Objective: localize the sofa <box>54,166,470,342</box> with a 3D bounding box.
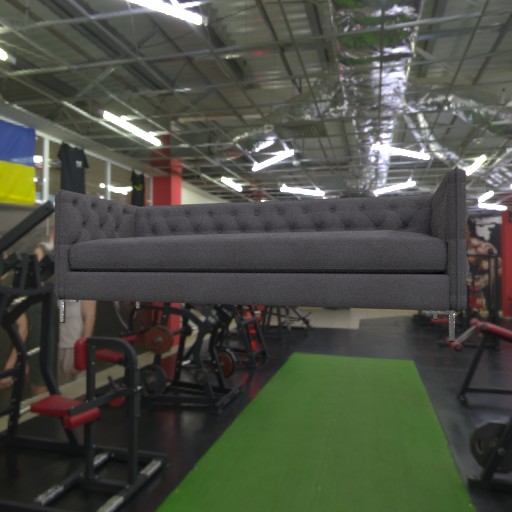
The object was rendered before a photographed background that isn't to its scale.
[{"bbox_3d":[0.000,0.000,2.634,2.209,0.771,0.895,0,-1,17],"label":"sofa"}]
